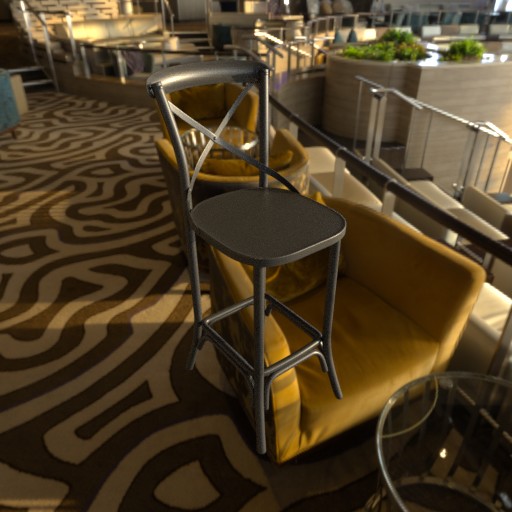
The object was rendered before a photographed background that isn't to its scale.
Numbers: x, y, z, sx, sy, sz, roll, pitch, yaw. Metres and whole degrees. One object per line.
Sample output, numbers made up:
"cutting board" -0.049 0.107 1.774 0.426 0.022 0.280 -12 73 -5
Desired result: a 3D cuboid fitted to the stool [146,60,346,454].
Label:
"stool" 0.000 0.000 1.518 0.457 1.168 0.584 -22 38 -32
